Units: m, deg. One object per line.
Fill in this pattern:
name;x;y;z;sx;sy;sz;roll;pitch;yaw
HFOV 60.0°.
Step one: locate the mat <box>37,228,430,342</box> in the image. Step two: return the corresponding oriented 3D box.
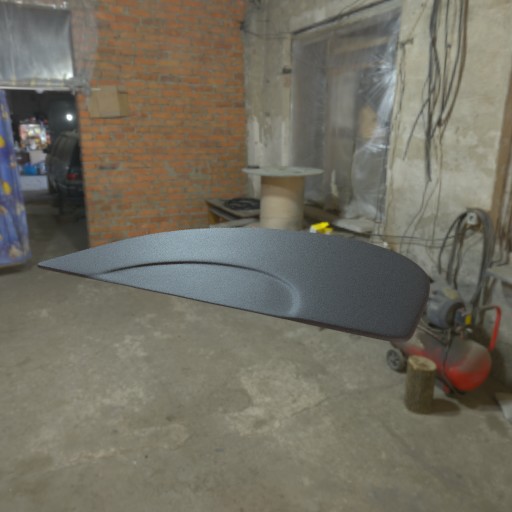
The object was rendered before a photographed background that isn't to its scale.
mat;0.000;0.000;1.601;1.220;0.016;0.917;8;17;27
